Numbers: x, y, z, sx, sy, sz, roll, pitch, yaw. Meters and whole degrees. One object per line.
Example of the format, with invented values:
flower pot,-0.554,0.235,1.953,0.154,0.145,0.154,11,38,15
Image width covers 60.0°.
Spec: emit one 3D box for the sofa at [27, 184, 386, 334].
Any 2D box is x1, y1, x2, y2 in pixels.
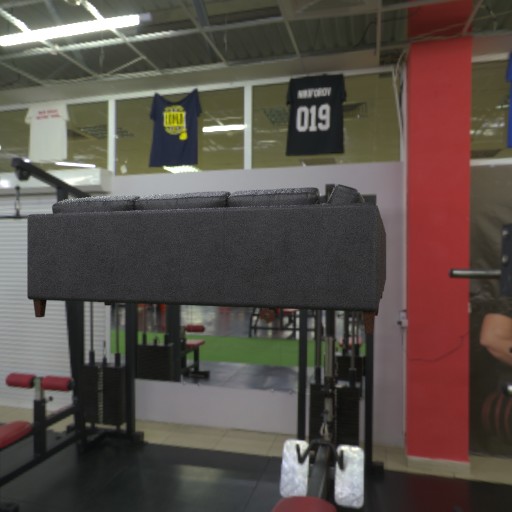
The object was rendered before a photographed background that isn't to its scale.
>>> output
sofa,0.000,0.000,4.423,2.452,0.891,3.324,0,0,17
